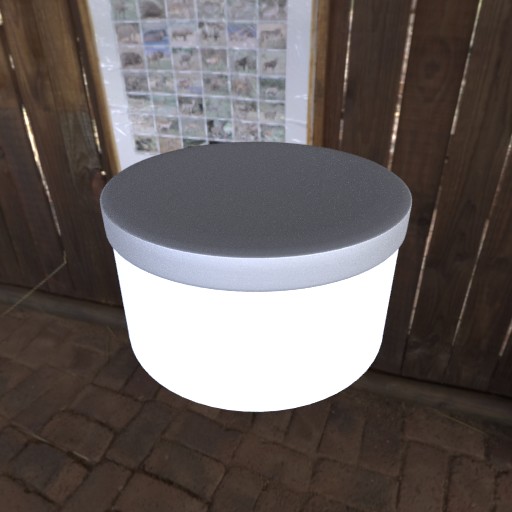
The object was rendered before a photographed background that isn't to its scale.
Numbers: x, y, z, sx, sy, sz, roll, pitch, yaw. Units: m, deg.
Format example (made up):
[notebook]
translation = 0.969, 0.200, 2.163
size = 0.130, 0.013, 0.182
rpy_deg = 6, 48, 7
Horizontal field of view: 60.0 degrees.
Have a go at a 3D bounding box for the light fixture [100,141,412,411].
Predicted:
[light fixture]
translation = 0.000, 0.000, 0.639
size = 0.393, 0.229, 0.393
rpy_deg = 0, 30, 0
